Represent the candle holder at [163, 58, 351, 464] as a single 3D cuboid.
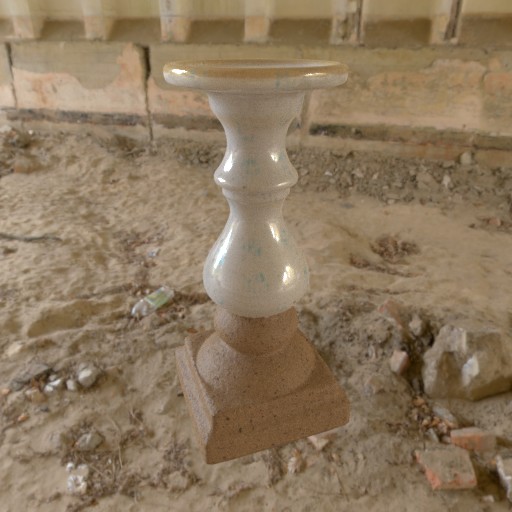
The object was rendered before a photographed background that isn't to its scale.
[{"bbox_3d":[0.000,0.000,0.298,0.110,0.239,0.110,-9,28,-18],"label":"candle holder"}]
